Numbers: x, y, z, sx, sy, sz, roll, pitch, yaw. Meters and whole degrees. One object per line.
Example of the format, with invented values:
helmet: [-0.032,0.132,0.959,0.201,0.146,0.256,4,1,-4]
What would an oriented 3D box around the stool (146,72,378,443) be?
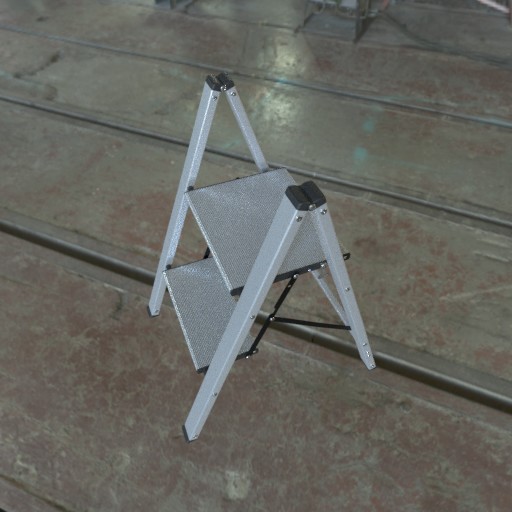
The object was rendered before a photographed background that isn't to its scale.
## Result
stool: [0.000,0.000,1.019,0.535,0.670,0.440,-17,49,-15]
